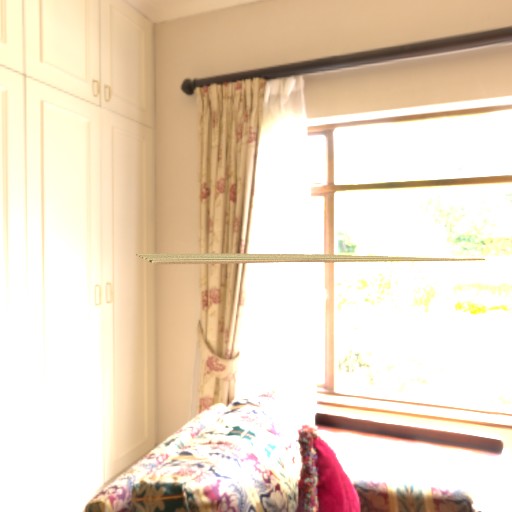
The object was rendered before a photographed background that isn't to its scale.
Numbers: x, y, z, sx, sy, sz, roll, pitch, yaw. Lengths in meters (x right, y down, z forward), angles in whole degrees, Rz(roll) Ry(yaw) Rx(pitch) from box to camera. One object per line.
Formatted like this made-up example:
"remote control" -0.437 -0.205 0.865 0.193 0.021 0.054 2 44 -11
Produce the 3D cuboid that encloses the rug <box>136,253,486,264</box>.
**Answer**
"rug" 0.000 0.000 3.017 1.521 0.015 2.436 0 1 -17
